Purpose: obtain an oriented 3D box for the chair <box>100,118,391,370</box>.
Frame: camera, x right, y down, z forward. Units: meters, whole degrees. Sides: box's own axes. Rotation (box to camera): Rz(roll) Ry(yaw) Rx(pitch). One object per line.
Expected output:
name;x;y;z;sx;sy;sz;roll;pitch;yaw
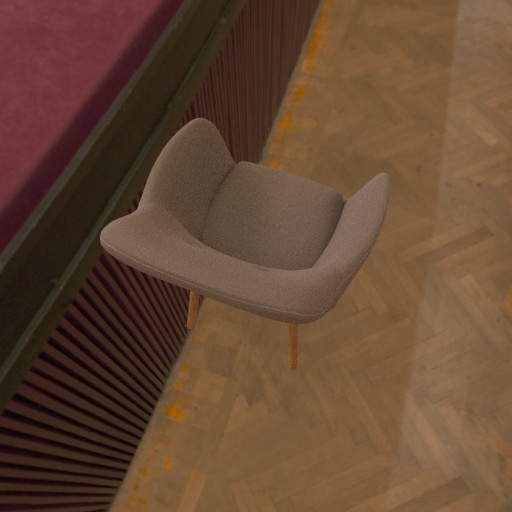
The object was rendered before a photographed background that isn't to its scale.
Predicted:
chair;0.000;0.000;1.232;0.570;0.830;0.590;19;64;10
